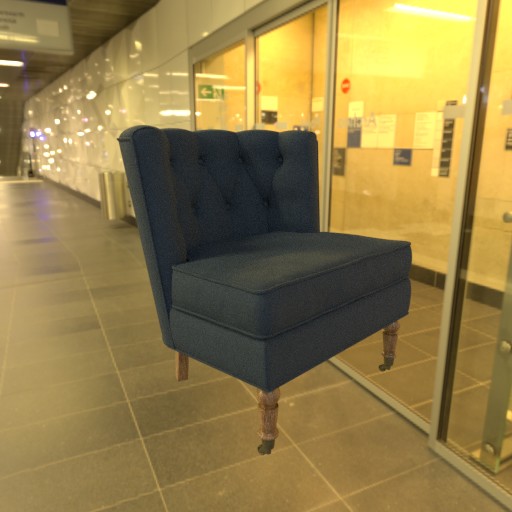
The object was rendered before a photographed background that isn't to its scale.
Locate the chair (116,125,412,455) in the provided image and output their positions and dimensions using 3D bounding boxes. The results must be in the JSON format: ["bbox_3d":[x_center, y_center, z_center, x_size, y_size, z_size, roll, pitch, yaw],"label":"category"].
[{"bbox_3d":[0.000,0.000,1.369,0.718,0.771,0.740,14,20,43],"label":"chair"}]
